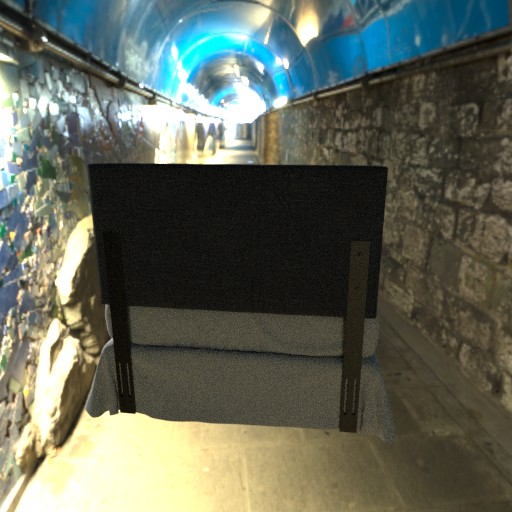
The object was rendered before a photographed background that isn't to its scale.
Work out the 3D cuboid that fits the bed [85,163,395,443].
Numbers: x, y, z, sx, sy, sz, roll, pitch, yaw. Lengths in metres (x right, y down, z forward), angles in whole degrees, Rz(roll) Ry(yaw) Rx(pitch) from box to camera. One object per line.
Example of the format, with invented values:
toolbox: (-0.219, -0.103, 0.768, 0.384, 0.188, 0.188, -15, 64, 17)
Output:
bed: (0.000, 0.000, 3.518, 1.936, 1.577, 2.222, 2, 16, 7)
